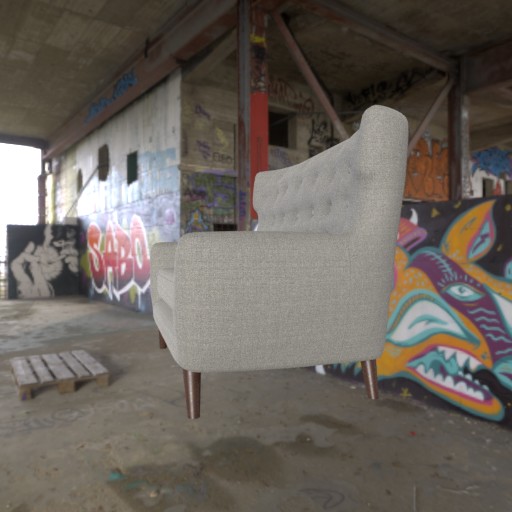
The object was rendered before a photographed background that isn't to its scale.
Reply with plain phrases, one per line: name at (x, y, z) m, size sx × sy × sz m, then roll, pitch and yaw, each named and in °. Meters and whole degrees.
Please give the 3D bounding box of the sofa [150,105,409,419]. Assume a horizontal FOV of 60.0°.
sofa at (0.000, 0.000, 2.047) m, size 0.884 × 1.028 × 1.386 m, roll 0°, pitch 0°, yaw -17°
